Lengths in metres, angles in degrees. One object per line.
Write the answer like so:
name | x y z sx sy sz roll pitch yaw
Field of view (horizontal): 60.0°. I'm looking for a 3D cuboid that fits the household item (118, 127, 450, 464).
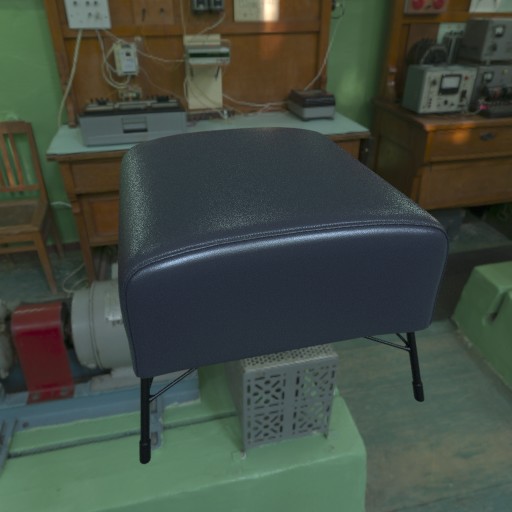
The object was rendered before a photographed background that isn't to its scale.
household item | 0.000 0.000 0.894 0.530 0.410 0.530 -8 32 -12
